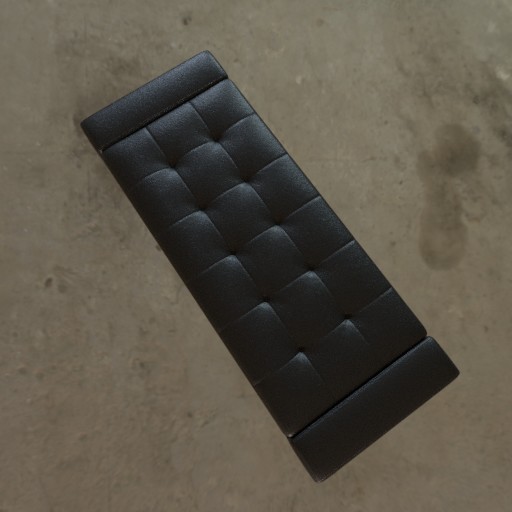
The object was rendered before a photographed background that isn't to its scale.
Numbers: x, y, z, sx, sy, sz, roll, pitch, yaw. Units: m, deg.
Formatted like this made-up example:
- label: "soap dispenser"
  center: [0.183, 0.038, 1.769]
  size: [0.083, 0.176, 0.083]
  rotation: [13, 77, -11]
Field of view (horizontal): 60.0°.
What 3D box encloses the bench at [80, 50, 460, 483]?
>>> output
- label: "bench"
  center: [0.000, 0.000, 1.521]
  size: [0.508, 0.445, 1.296]
  rotation: [-34, 78, -8]
